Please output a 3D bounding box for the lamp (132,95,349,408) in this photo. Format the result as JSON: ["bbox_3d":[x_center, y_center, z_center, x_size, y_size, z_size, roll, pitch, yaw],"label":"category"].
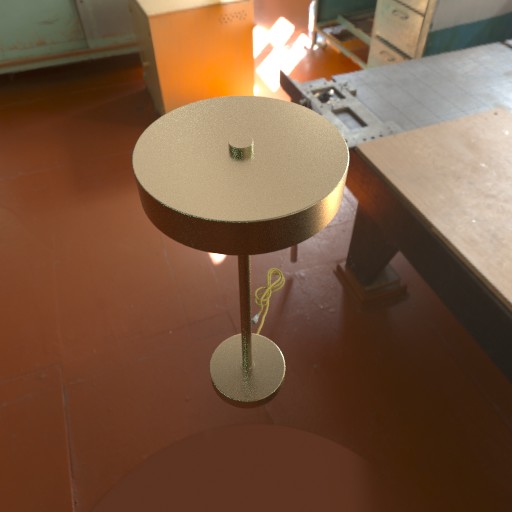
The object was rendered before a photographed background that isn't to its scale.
[{"bbox_3d":[0.000,0.000,0.699,0.229,0.508,0.369,10,48,9],"label":"lamp"}]
